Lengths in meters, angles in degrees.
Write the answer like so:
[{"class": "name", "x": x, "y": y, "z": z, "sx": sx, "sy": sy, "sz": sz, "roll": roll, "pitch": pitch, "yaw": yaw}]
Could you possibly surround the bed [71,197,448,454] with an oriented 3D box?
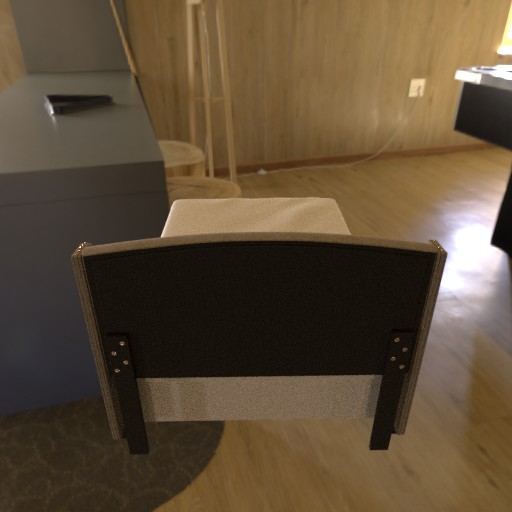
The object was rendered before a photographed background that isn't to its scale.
[{"class": "bed", "x": 0.000, "y": 0.000, "z": 3.252, "sx": 1.710, "sy": 1.407, "sz": 2.237, "roll": -1, "pitch": 30, "yaw": -1}]
